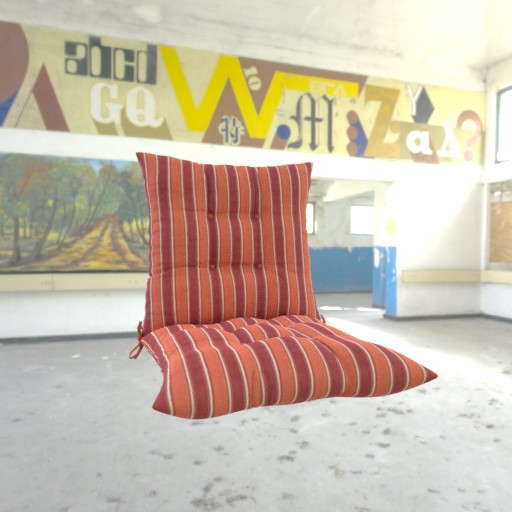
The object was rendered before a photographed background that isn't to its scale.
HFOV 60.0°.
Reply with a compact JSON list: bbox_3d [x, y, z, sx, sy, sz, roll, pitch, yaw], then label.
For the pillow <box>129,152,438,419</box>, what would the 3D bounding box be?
[{"bbox_3d":[0.000,0.000,0.993,0.541,0.536,0.585,0,1,-17],"label":"pillow"}]
